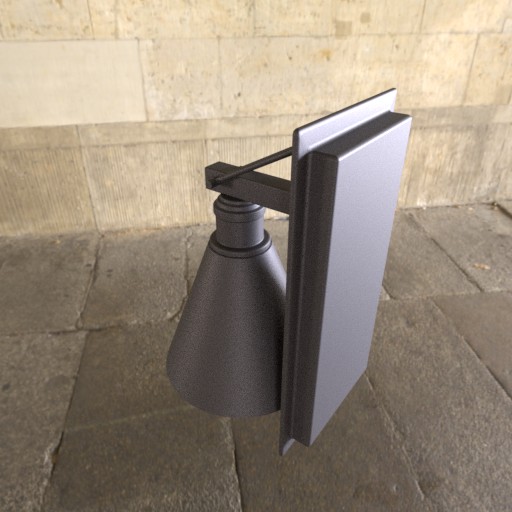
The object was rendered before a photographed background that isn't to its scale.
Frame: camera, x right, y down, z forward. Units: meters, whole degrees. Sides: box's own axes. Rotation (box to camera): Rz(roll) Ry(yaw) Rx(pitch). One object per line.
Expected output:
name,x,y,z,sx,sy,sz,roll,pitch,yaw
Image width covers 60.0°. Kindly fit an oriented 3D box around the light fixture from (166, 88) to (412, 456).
light fixture,0.000,0.000,0.417,0.207,0.298,0.170,21,38,31
